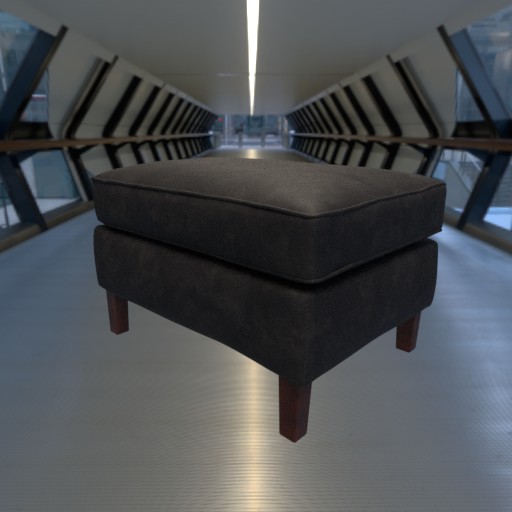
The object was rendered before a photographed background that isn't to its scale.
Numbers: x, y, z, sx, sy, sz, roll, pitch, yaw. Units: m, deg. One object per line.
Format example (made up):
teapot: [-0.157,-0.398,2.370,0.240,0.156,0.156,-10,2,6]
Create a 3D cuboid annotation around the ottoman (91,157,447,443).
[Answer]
ottoman: [0.000,0.000,1.003,0.665,0.413,0.501,15,22,42]
